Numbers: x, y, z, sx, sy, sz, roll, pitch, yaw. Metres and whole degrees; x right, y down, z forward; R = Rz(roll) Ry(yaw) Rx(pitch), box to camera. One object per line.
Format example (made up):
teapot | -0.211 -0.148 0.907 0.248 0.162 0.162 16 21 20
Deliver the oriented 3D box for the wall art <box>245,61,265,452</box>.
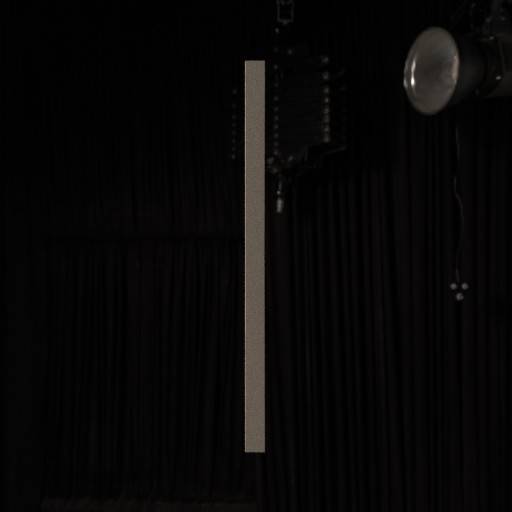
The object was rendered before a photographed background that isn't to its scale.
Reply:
wall art | 0.000 0.000 1.371 0.038 0.762 1.016 0 0 0
